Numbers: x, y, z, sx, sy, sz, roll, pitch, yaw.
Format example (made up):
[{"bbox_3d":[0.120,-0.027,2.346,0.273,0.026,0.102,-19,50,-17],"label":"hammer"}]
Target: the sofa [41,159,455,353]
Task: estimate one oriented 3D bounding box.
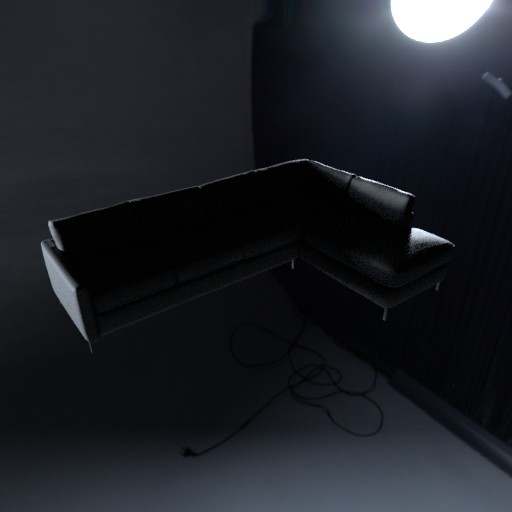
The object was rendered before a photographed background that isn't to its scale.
[{"bbox_3d":[0.000,0.000,3.807,2.972,0.858,1.984,-20,35,-32],"label":"sofa"}]
